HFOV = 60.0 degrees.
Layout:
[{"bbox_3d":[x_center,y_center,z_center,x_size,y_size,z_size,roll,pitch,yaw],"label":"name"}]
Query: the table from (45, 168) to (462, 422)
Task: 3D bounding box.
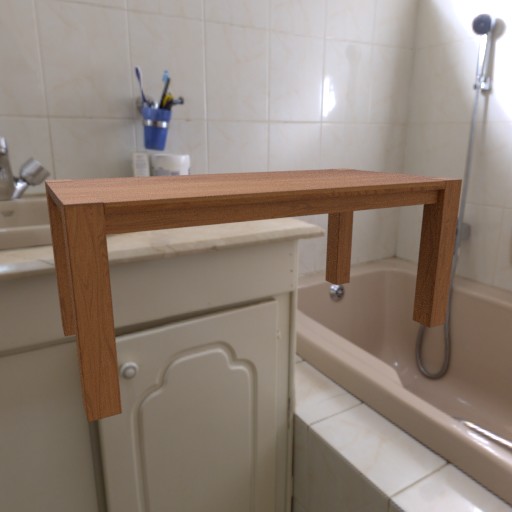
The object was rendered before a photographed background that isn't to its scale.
[{"bbox_3d":[0.000,0.000,2.231,1.800,0.760,0.900,-8,17,-27],"label":"table"}]
